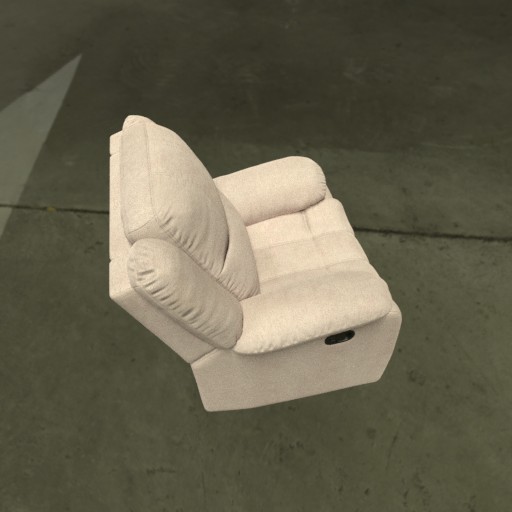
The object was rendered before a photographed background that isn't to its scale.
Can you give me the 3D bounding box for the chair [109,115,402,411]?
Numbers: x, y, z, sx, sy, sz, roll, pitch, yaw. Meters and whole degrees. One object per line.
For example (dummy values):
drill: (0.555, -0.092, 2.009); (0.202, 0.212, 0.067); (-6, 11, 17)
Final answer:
chair: (0.000, 0.000, 1.722); (0.944, 1.008, 0.899); (-9, 47, -9)
